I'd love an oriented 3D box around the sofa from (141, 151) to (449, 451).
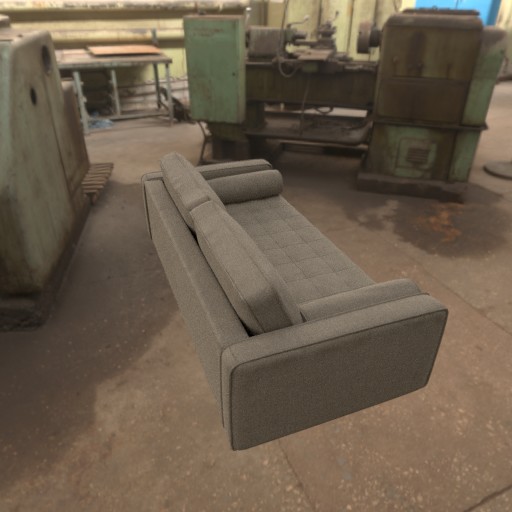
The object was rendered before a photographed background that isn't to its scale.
[{"bbox_3d":[0.000,0.000,2.388,0.914,0.762,1.879,-11,33,-18],"label":"sofa"}]
